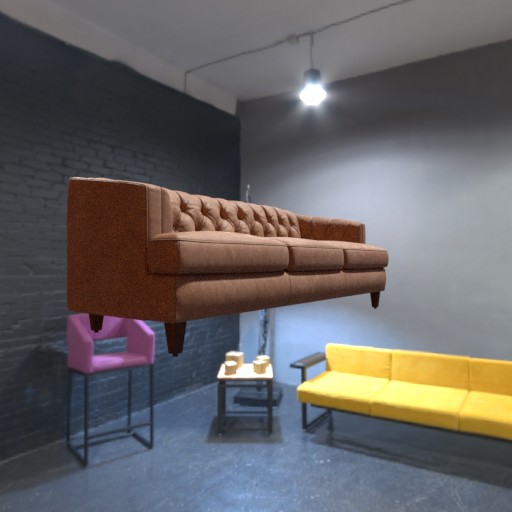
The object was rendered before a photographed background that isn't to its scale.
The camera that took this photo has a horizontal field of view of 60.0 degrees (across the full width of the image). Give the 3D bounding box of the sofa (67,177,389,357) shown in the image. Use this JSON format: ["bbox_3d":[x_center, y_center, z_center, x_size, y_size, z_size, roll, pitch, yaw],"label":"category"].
[{"bbox_3d":[0.000,0.000,2.756,0.922,0.791,2.257,0,-1,36],"label":"sofa"}]
